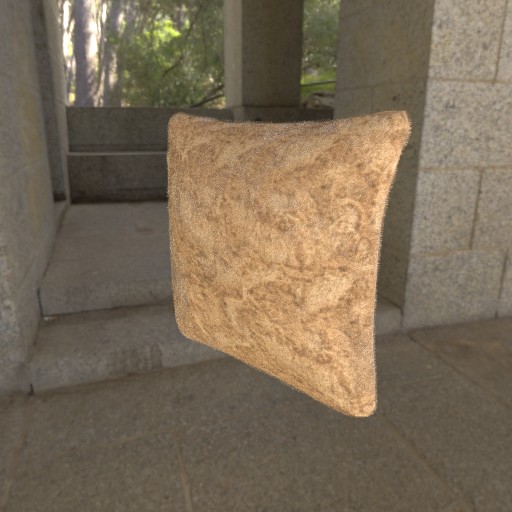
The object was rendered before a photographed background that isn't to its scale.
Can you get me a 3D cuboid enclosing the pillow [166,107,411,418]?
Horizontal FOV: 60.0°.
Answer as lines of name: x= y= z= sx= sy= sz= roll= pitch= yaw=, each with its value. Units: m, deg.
pillow: x=0.000 y=0.000 z=0.834 sx=0.538 sy=0.525 sz=0.216 roll=15 pitch=22 yaw=41
